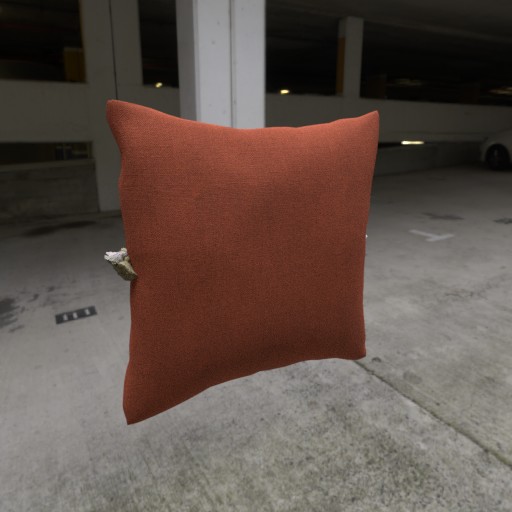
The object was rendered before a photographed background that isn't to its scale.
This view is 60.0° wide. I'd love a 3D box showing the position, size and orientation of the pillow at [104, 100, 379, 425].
[{"bbox_3d":[0.000,0.000,0.752,0.490,0.482,0.165,-8,17,-27],"label":"pillow"}]
